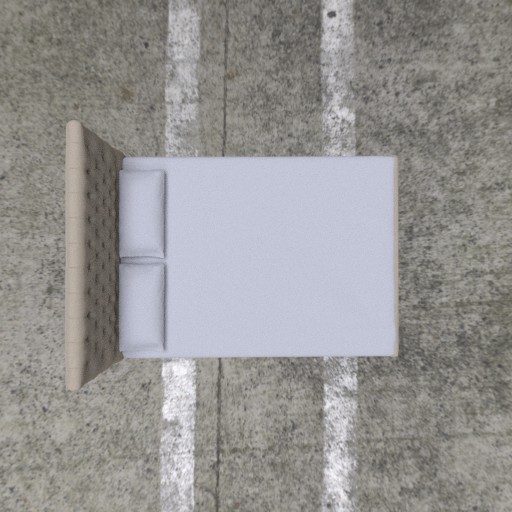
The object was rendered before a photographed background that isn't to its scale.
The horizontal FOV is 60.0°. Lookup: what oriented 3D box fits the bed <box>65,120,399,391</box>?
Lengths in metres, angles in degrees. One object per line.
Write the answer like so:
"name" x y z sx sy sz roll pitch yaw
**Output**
"bed" 0.000 0.000 3.433 2.387 1.427 1.698 0 90 1
